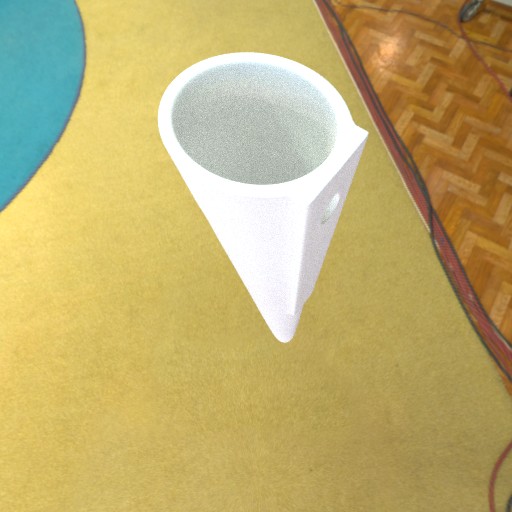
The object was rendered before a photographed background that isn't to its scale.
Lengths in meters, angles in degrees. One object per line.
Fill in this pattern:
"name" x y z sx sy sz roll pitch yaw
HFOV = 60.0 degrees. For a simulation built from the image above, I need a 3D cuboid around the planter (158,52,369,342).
"planter" 0.000 0.000 0.225 0.064 0.193 0.057 34 68 16
